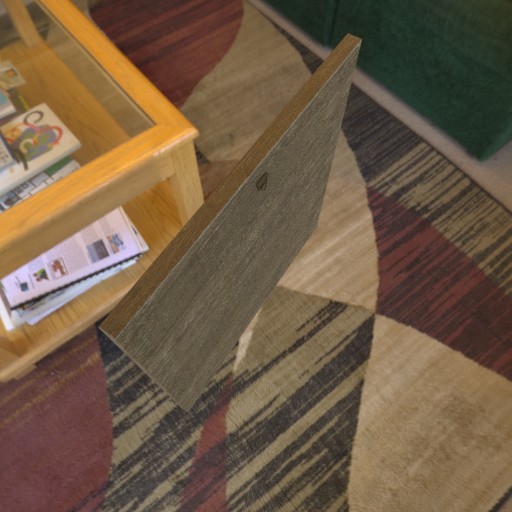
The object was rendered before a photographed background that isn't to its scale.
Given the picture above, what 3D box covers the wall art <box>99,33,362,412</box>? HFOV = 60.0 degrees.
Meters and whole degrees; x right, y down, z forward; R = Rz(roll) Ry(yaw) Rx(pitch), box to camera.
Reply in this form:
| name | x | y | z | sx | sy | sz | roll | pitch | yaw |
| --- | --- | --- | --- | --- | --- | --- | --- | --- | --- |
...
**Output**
| name | x | y | z | sx | sy | sz | roll | pitch | yaw |
| --- | --- | --- | --- | --- | --- | --- | --- | --- | --- |
| wall art | 0.000 | 0.000 | 0.676 | 0.027 | 0.459 | 0.462 | 30 | 67 | 14 |
